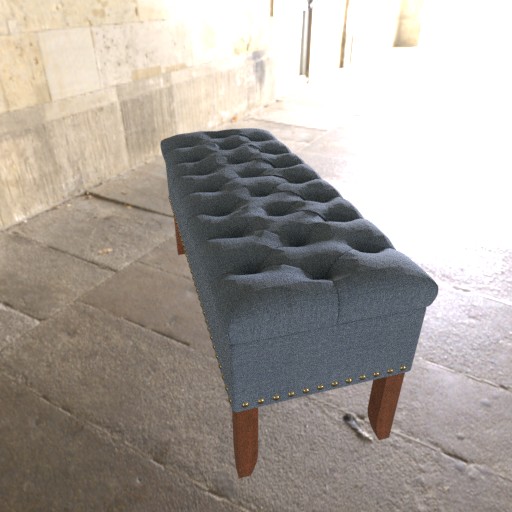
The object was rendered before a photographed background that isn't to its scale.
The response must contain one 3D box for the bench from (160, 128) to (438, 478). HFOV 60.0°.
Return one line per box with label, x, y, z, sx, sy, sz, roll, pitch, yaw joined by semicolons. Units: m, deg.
bench;0.000;0.000;1.308;0.417;0.492;1.052;-9;33;-14
